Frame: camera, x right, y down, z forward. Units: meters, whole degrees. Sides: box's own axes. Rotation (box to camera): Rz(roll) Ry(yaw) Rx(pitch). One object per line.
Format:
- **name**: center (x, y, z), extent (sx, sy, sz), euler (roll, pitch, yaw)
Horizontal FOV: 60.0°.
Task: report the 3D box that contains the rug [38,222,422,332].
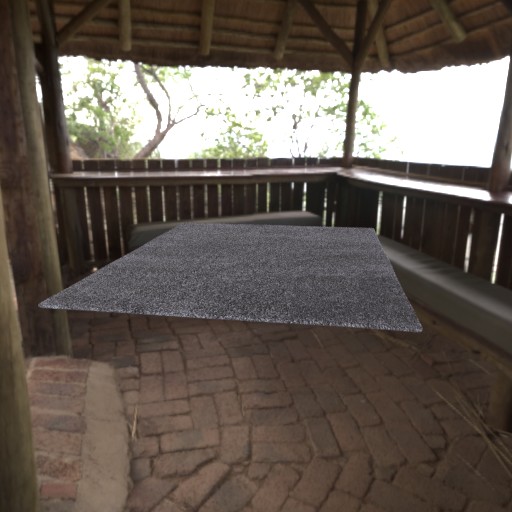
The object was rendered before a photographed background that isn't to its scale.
- **rug**: center (0.000, 0.000, 4.128), extent (2.401, 0.025, 3.000), euler (2, 15, 9)
